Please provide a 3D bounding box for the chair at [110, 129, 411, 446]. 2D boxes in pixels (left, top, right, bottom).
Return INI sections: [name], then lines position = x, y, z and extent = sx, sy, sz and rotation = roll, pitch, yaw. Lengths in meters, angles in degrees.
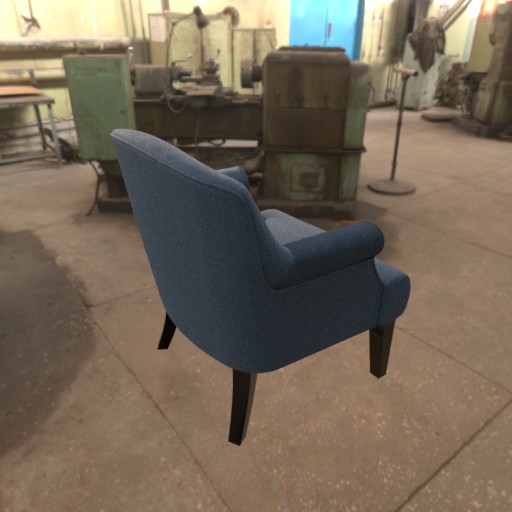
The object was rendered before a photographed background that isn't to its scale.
[chair]
position = 0.000, 0.000, 1.480
extent = 0.754, 0.878, 0.770
rotation = -18, 32, -31
